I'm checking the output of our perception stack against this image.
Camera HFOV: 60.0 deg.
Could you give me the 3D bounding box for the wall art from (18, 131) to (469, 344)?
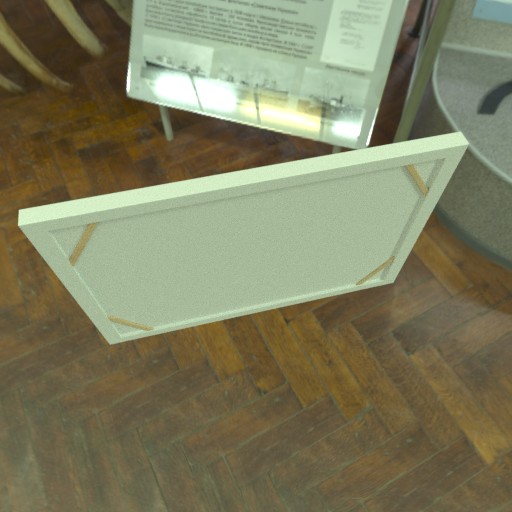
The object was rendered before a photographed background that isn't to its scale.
[{"bbox_3d":[0.000,0.000,1.144,0.914,0.609,0.038,-11,59,-7],"label":"wall art"}]
